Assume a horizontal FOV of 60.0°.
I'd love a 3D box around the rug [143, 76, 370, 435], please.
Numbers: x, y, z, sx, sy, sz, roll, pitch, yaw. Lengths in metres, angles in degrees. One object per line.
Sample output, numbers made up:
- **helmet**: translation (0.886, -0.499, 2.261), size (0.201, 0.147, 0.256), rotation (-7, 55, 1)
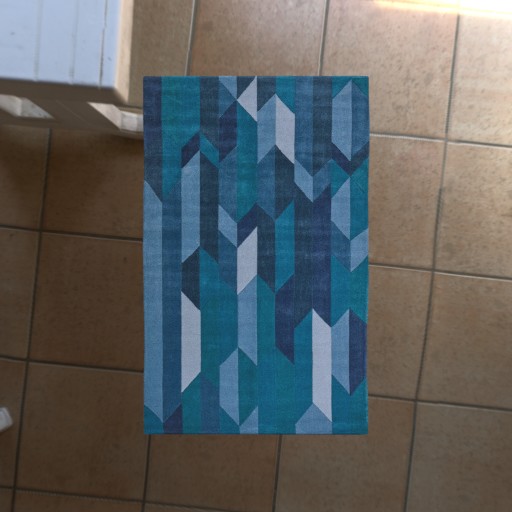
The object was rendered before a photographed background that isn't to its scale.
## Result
- **rug**: translation (0.000, 0.000, 2.995), size (1.528, 0.005, 2.420), rotation (0, 91, 0)
